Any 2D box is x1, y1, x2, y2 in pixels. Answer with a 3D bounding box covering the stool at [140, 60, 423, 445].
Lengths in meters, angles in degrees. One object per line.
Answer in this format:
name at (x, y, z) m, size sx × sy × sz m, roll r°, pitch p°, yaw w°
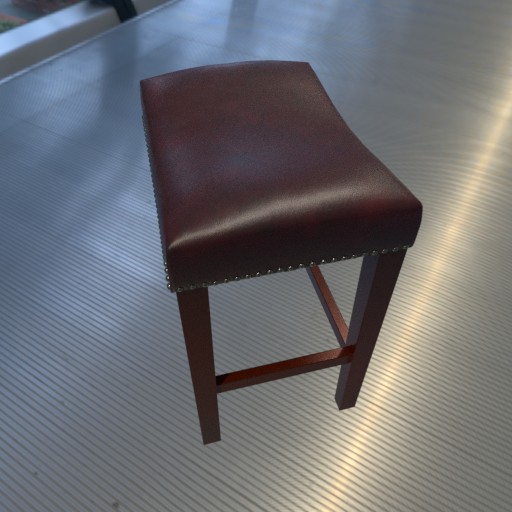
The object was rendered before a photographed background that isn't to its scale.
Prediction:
stool at (0.000, 0.000, 0.961) m, size 0.372 × 0.657 × 0.504 m, roll -10°, pitch 47°, yaw -10°
